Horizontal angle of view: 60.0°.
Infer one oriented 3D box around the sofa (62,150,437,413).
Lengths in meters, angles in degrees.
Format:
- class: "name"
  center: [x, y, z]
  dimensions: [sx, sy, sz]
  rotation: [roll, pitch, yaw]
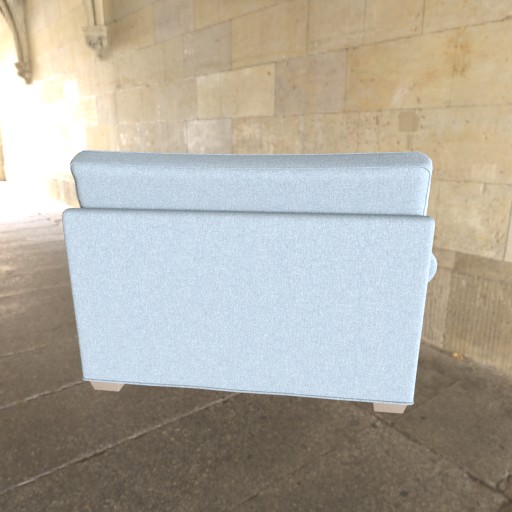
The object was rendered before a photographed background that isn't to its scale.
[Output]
- class: "sofa"
  center: [0.000, 0.000, 2.016]
  dimensions: [1.410, 0.953, 0.940]
  rotation: [2, 15, 7]
